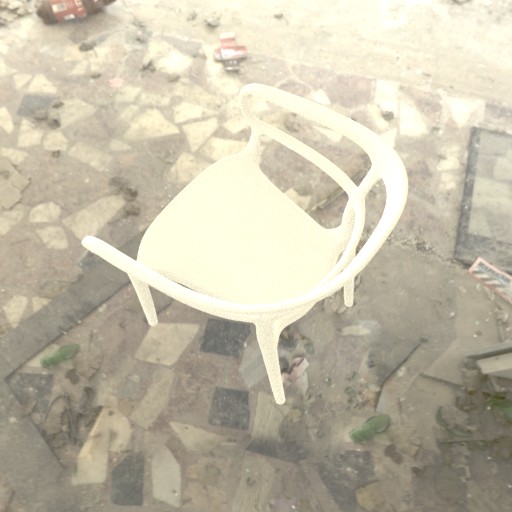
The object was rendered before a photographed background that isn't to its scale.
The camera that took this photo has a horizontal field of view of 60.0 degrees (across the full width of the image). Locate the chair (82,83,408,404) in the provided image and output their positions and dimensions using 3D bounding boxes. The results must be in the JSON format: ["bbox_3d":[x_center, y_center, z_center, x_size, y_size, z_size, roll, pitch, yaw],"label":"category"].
[{"bbox_3d":[0.000,0.000,1.133,0.527,0.761,0.559,34,69,15],"label":"chair"}]
